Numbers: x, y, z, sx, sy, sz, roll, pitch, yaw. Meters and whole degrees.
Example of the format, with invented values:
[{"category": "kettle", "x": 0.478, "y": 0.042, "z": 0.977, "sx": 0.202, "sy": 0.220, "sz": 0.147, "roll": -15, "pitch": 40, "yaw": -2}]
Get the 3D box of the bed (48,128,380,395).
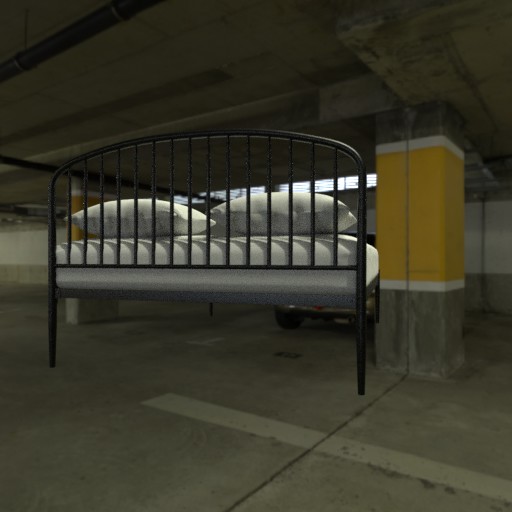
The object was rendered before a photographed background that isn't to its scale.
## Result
[{"category": "bed", "x": 0.000, "y": 0.000, "z": 3.095, "sx": 1.618, "sy": 1.166, "sz": 2.159, "roll": 0, "pitch": 0, "yaw": 17}]
